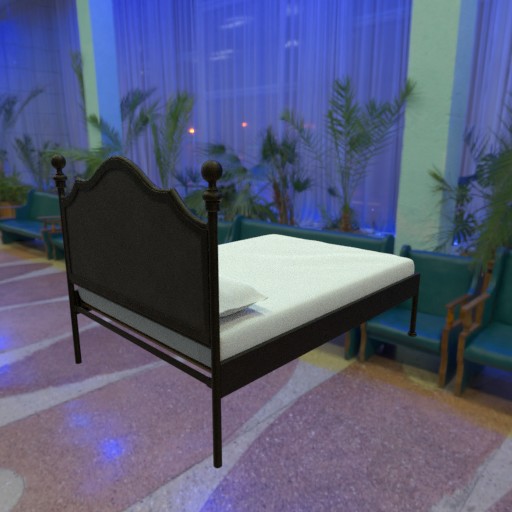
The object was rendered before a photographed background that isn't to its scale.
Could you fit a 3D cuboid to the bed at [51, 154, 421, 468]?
[{"bbox_3d":[0.000,0.000,3.301,1.642,1.499,2.224,13,19,42],"label":"bed"}]
